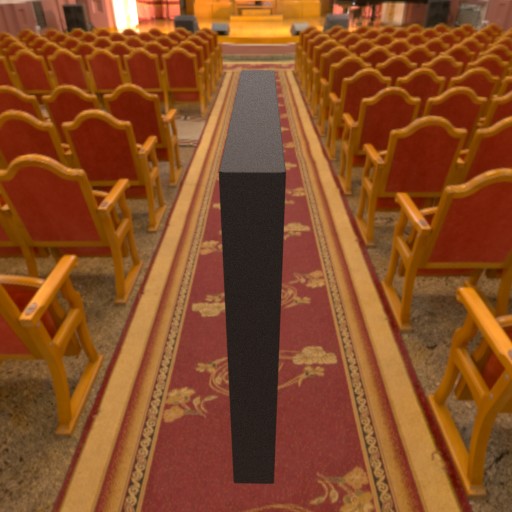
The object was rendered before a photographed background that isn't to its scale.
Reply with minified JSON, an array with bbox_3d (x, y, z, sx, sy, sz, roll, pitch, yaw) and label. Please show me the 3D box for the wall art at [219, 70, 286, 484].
[{"bbox_3d":[0.000,0.000,0.455,0.037,0.305,0.305,0,33,1],"label":"wall art"}]
